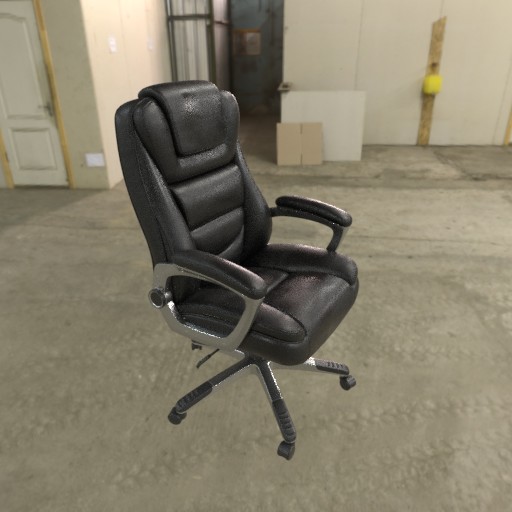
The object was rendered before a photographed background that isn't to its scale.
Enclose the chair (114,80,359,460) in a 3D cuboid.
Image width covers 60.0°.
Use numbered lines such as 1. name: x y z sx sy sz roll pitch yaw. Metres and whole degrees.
1. chair: 0.000 0.000 1.491 0.689 1.075 0.697 16 30 29
